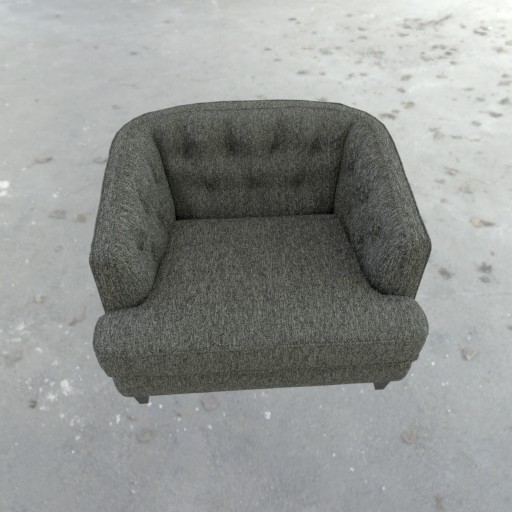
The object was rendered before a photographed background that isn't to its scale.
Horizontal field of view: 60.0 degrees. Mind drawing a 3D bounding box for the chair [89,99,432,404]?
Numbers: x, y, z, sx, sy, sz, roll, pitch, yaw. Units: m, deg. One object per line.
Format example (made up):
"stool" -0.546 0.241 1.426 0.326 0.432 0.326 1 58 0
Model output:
"chair" 0.000 0.000 1.739 1.104 0.852 0.941 -3 44 -3
